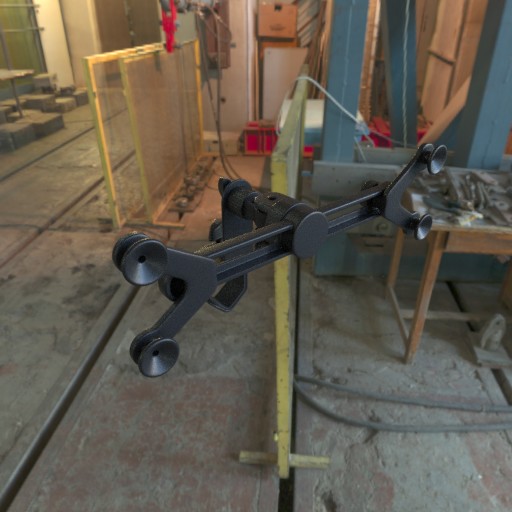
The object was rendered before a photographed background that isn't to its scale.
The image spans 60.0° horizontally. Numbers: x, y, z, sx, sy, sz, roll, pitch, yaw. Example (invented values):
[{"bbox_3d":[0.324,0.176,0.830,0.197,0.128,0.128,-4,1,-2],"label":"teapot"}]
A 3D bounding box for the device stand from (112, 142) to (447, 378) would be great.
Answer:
[{"bbox_3d":[0.000,0.000,0.354,0.270,0.166,0.142,-22,36,-34],"label":"device stand"}]
